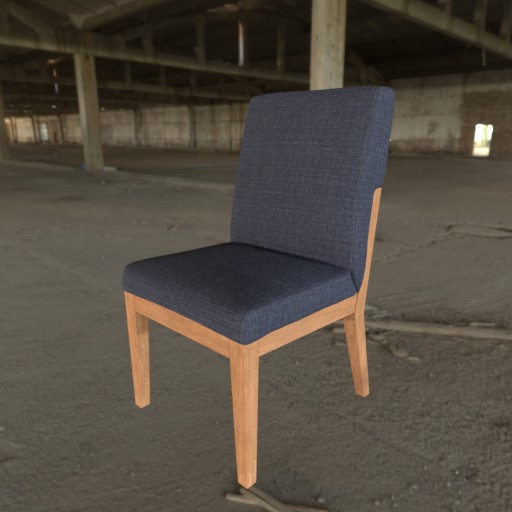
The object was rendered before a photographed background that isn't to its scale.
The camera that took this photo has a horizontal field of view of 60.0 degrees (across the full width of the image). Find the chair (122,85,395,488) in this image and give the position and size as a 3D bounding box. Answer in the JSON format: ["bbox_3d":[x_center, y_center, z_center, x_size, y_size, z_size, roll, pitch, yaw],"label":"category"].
[{"bbox_3d":[0.000,0.000,1.246,0.507,0.911,0.586,15,21,42],"label":"chair"}]
